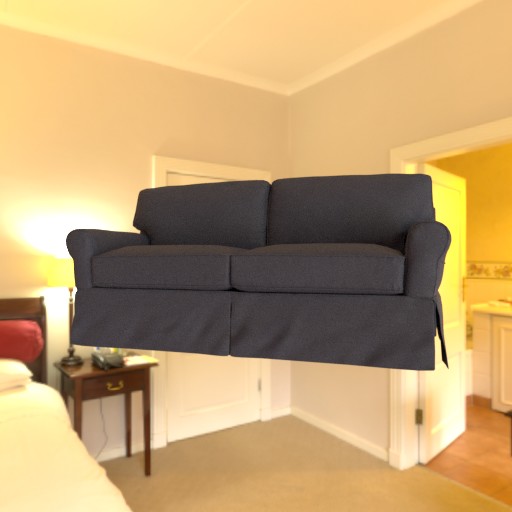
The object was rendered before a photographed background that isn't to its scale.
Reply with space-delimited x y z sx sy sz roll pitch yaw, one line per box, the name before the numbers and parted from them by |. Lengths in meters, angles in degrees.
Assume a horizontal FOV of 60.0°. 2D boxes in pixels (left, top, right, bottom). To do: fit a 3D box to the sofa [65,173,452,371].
sofa | 0.000 0.000 2.838 2.256 1.094 0.983 0 0 18
